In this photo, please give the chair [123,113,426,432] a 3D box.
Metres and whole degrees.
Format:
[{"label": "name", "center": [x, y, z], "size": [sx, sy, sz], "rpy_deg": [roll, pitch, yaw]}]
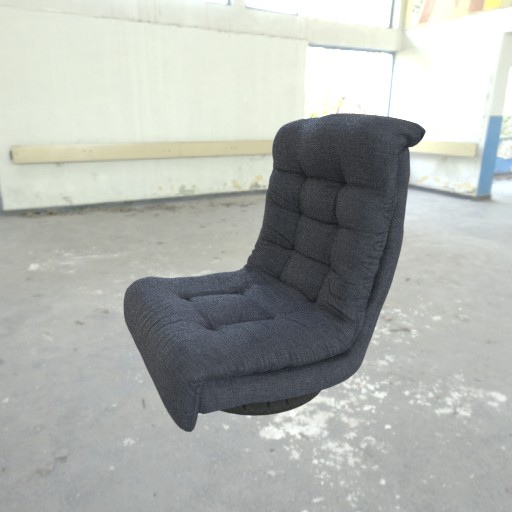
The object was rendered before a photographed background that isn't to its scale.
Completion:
[{"label": "chair", "center": [0.000, 0.000, 1.213], "size": [0.668, 0.749, 0.597], "rpy_deg": [-8, 19, -25]}]
